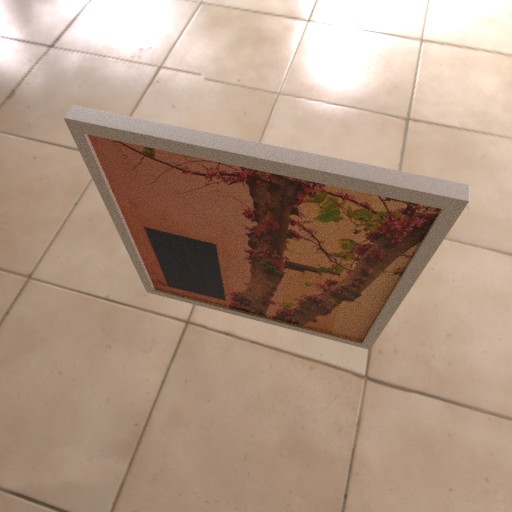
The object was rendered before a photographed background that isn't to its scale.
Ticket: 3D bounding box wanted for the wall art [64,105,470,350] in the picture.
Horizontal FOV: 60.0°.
[{"bbox_3d":[0.000,0.000,1.141,0.762,0.762,0.038,13,60,8],"label":"wall art"}]
